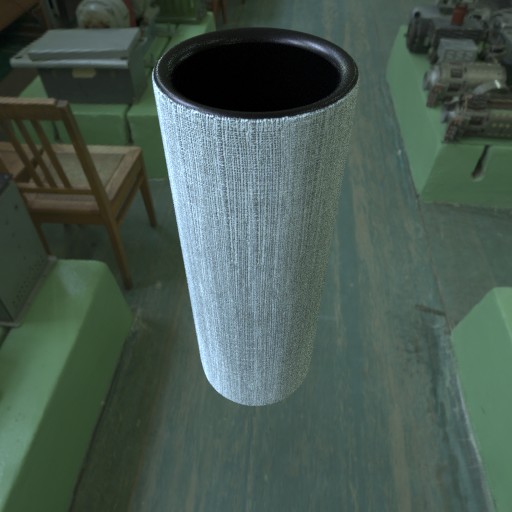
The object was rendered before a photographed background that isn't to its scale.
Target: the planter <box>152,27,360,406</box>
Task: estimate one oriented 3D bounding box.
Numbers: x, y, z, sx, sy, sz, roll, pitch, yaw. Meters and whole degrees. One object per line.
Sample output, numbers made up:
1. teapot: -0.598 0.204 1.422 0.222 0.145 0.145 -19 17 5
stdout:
1. planter: 0.000 0.000 0.312 0.100 0.270 0.100 3 47 2
